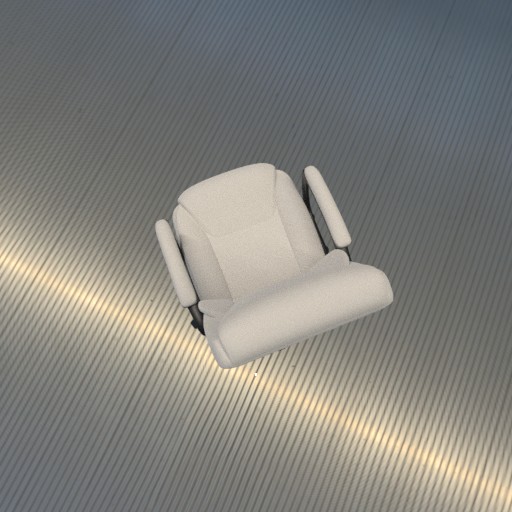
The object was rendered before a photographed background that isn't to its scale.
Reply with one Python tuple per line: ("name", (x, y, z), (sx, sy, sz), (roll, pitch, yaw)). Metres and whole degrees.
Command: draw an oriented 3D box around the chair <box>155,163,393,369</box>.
("chair", (0.000, 0.000, 1.510), (0.663, 1.065, 0.669), (-21, 76, -5))
